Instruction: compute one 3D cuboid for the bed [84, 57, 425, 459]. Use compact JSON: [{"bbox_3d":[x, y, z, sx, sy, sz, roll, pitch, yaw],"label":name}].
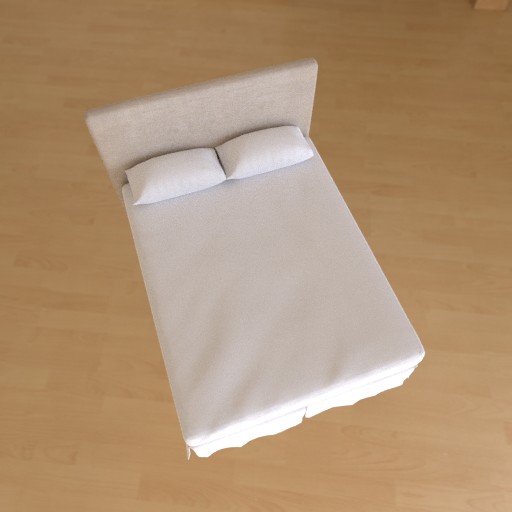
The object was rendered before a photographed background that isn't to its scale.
[{"bbox_3d":[0.000,0.000,3.113,1.713,1.330,2.162,-17,63,-9],"label":"bed"}]
